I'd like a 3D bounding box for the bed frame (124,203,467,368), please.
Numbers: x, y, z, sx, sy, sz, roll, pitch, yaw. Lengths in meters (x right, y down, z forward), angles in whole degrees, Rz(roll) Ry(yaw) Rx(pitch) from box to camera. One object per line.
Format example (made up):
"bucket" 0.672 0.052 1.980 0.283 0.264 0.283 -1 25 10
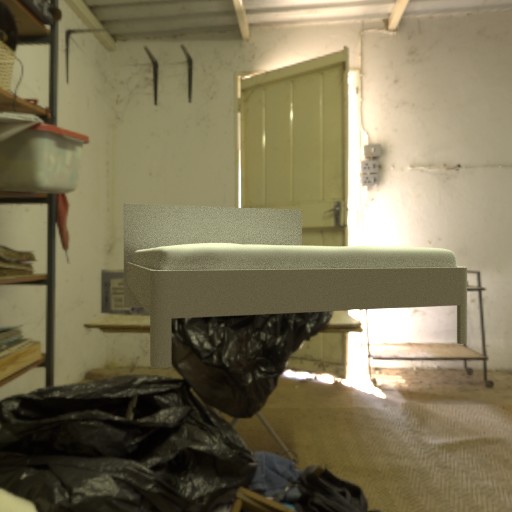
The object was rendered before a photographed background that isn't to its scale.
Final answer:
"bed frame" 0.000 0.000 2.731 1.490 0.800 1.950 0 0 -19
